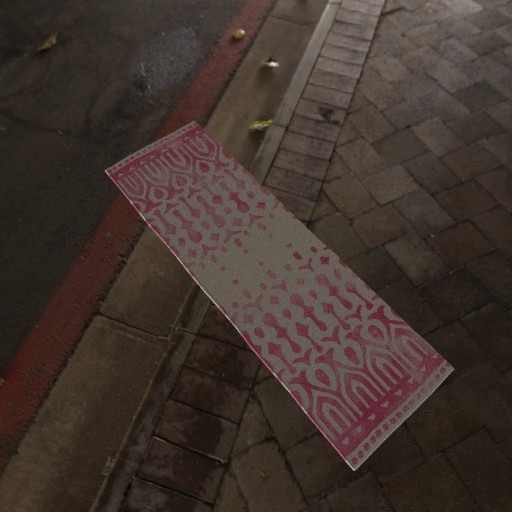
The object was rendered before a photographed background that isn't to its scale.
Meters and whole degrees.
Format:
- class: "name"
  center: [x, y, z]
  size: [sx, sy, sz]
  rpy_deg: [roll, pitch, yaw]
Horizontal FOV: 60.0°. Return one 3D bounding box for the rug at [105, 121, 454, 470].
- class: "rug"
  center: [0.000, 0.000, 2.736]
  size: [0.787, 0.011, 2.458]
  rpy_deg: [-34, 64, -19]
